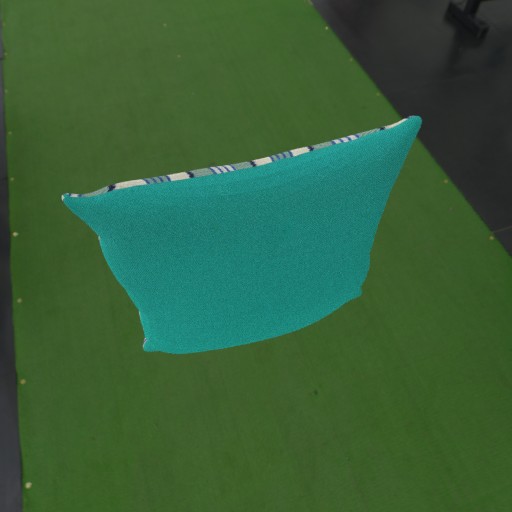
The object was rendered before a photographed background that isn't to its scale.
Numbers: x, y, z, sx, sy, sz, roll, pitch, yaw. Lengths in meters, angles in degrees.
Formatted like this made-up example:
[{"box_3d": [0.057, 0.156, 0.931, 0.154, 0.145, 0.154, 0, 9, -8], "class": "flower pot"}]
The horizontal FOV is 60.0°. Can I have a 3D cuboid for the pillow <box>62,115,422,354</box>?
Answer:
[{"box_3d": [0.000, 0.000, 0.687, 0.440, 0.441, 0.182, -14, 58, -9], "class": "pillow"}]
